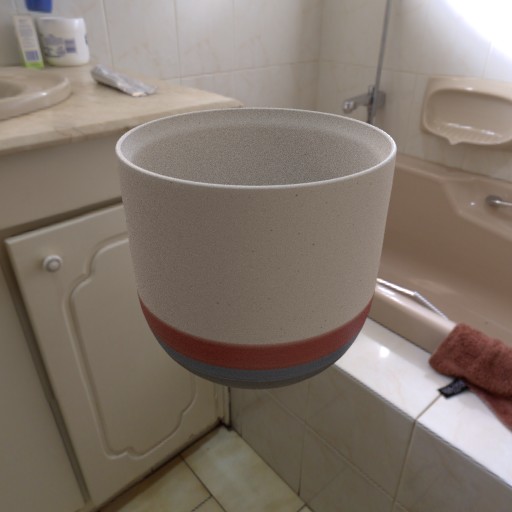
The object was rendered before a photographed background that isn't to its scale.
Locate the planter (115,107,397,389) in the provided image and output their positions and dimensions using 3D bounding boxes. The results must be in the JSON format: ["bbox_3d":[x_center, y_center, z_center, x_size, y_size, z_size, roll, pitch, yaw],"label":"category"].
[{"bbox_3d":[0.000,0.000,0.501,0.268,0.270,0.268,0,30,0],"label":"planter"}]
